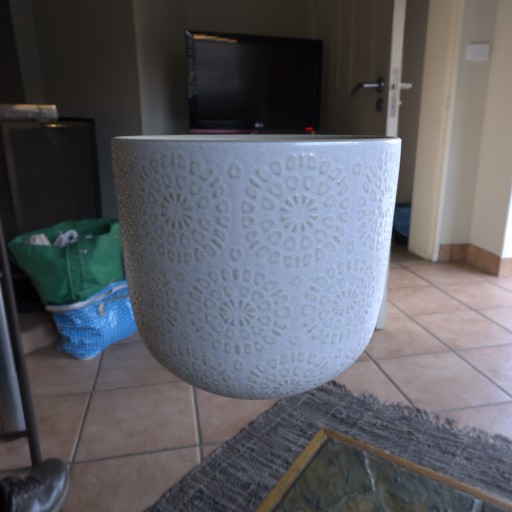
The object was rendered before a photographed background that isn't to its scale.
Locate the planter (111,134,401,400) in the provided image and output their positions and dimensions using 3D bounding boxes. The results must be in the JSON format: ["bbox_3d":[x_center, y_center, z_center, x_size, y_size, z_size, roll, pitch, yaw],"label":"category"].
[{"bbox_3d":[0.000,0.000,0.292,0.170,0.152,0.170,0,16,0],"label":"planter"}]
